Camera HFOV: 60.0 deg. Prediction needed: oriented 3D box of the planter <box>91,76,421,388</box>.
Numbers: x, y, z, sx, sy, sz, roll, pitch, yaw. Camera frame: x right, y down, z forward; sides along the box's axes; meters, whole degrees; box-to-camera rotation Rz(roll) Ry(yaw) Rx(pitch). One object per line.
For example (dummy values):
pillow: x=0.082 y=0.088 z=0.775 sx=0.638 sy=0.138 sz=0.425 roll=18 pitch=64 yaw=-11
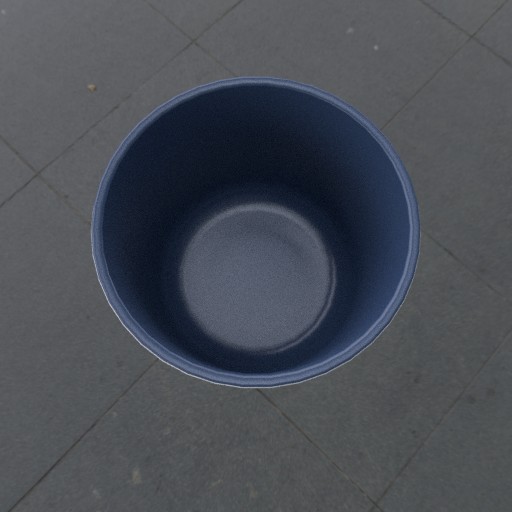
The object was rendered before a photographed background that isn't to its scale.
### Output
planter: x=0.000 y=0.000 z=0.396 sx=0.224 sy=0.203 sz=0.224 roll=0 pitch=75 yaw=0
